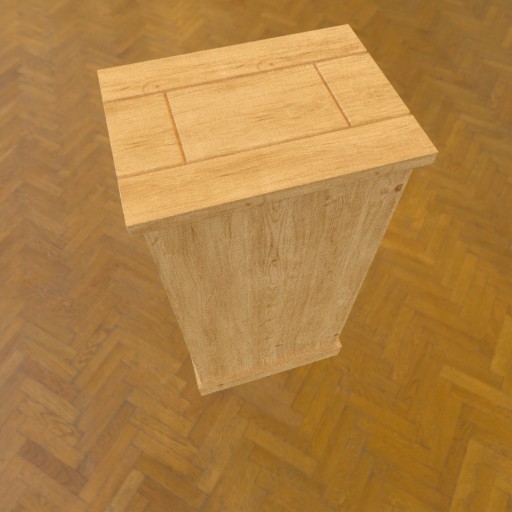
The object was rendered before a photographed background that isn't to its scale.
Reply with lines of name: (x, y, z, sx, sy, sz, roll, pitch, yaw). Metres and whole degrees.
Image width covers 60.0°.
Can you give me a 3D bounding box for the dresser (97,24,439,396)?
dresser: (0.000, 0.000, 1.255, 0.531, 1.041, 0.390, -15, 60, -9)
